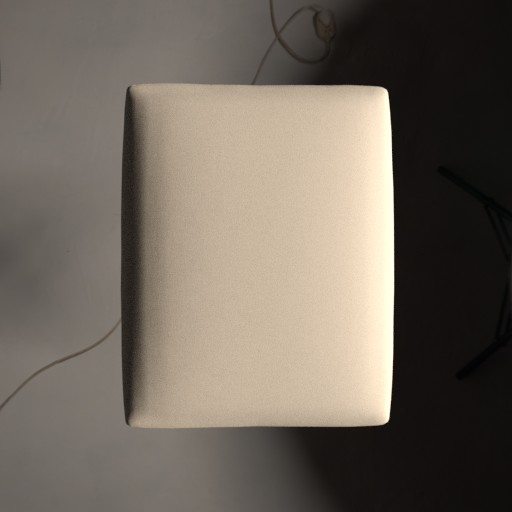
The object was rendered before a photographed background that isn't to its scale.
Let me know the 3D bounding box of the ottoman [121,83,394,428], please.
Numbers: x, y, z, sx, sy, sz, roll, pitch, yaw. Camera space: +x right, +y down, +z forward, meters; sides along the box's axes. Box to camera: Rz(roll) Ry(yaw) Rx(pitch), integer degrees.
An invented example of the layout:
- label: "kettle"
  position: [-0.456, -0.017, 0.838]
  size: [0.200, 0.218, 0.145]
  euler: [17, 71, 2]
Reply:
- label: "ottoman"
  position: [0.000, 0.000, 1.125]
  size: [0.584, 0.513, 0.741]
  euler: [0, 89, -1]
